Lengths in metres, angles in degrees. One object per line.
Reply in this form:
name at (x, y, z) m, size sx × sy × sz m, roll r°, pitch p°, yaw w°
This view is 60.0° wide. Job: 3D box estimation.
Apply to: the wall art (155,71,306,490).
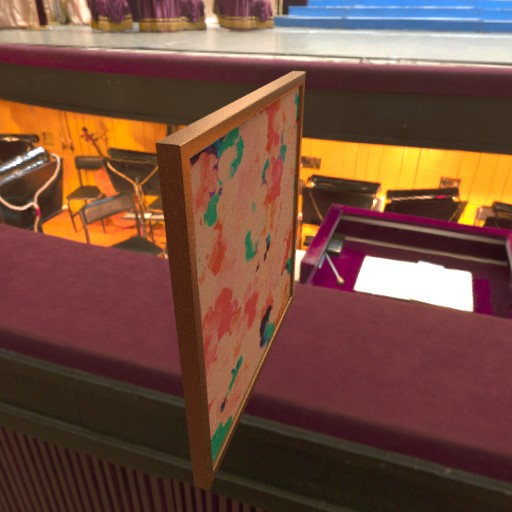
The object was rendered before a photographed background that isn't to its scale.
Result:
wall art at (0.000, 0.000, 1.105) m, size 0.036 × 0.765 × 0.767 m, roll 9°, pitch 31°, yaw 16°
